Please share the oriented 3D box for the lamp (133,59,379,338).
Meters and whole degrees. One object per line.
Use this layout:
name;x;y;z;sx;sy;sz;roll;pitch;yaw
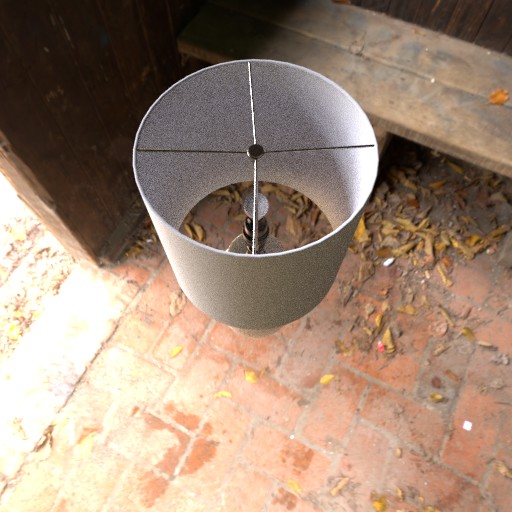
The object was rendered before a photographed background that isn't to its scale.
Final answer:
lamp;0.000;0.000;0.596;0.217;0.453;0.217;-1;65;-1
